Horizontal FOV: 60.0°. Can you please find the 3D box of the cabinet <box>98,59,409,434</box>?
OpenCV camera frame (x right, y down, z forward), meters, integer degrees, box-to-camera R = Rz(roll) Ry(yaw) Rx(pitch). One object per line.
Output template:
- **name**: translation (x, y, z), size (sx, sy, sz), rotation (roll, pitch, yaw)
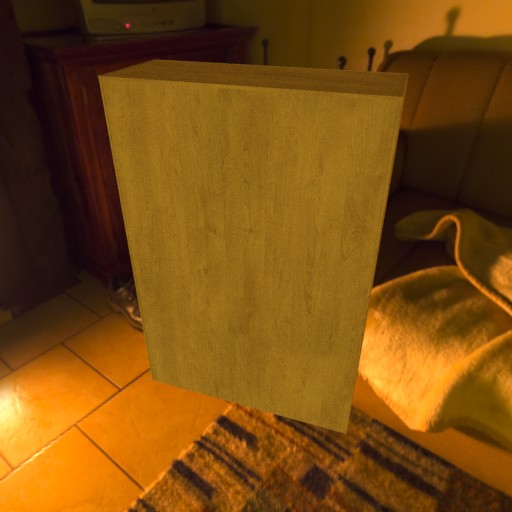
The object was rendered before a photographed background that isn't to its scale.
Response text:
- **cabinet**: translation (0.000, 0.000, 2.482), size (1.290, 1.910, 0.510), rotation (10, 33, 16)
